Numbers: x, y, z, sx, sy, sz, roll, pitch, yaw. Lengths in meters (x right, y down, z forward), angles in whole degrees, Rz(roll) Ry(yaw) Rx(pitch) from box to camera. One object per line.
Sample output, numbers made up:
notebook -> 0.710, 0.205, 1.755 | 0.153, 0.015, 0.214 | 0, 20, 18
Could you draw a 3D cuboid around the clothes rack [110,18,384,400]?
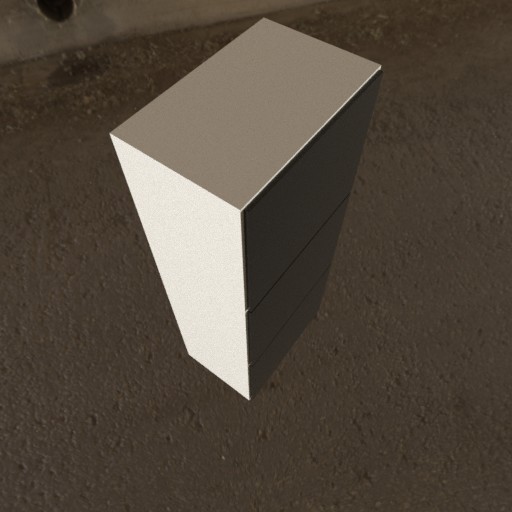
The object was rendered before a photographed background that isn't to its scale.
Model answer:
clothes rack -> 0.000, 0.000, 1.400 | 0.330, 1.187, 0.500 | 32, 63, 19
